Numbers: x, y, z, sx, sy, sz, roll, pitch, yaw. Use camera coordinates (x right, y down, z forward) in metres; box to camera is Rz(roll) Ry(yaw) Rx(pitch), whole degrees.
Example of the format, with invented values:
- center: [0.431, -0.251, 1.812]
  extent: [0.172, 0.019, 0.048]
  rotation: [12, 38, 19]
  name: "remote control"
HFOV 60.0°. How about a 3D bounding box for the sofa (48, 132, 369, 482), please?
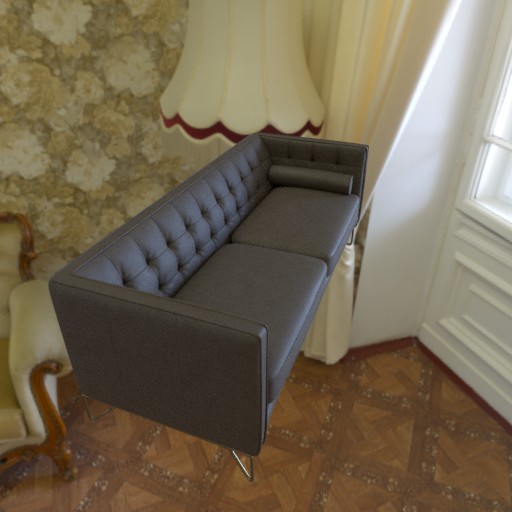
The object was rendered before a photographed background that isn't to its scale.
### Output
- center: [0.000, 0.000, 2.490]
  extent: [0.867, 0.789, 2.087]
  rotation: [11, 33, 18]
  name: "sofa"
